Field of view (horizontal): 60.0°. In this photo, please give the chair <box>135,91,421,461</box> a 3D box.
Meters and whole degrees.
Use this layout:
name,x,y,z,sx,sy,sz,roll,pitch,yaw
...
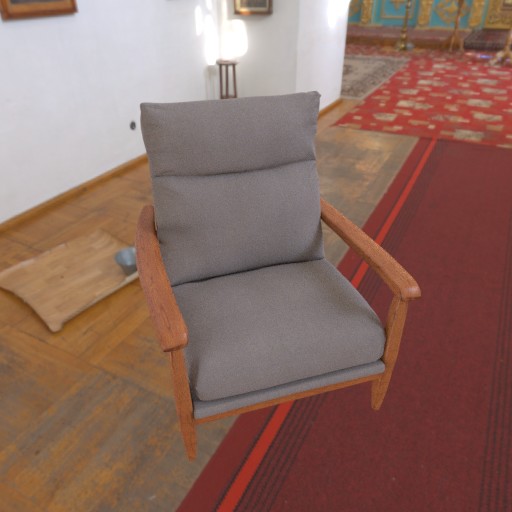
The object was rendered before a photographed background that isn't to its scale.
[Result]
name,x,y,z,sx,sy,sz,roll,pitch,yaw
chair,0.000,0.000,1.504,0.782,0.922,0.816,-9,33,-15
